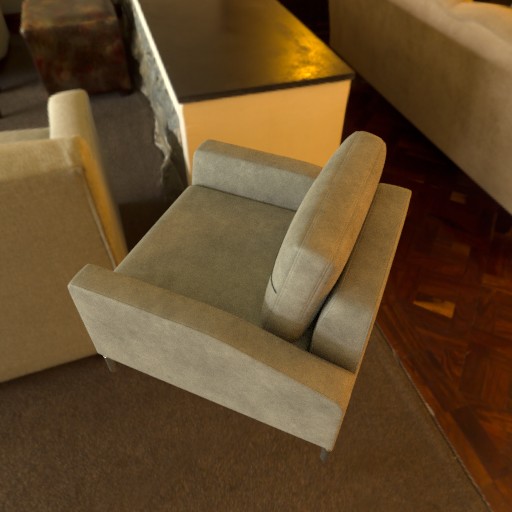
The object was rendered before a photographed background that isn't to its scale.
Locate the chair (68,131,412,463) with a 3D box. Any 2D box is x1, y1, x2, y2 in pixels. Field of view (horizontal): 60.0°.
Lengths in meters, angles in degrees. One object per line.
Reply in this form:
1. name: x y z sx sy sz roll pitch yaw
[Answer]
1. chair: 0.000 0.000 1.579 0.900 0.800 0.900 17 48 16
